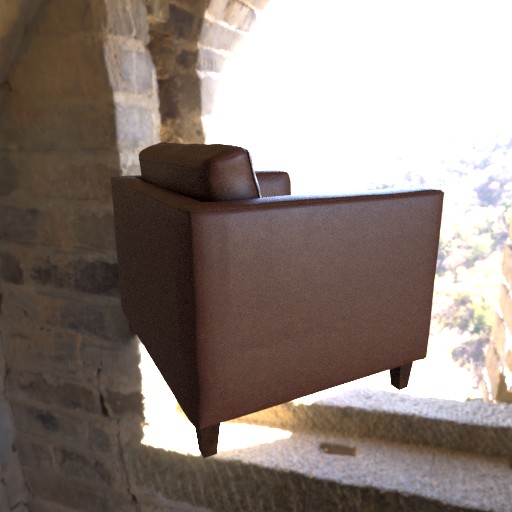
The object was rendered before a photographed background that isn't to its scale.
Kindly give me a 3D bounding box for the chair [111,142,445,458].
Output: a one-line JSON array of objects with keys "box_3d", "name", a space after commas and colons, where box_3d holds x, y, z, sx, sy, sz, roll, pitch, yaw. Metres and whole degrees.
[{"box_3d": [0.000, 0.000, 1.834, 0.959, 0.917, 1.107, -8, 17, -27], "name": "chair"}]
